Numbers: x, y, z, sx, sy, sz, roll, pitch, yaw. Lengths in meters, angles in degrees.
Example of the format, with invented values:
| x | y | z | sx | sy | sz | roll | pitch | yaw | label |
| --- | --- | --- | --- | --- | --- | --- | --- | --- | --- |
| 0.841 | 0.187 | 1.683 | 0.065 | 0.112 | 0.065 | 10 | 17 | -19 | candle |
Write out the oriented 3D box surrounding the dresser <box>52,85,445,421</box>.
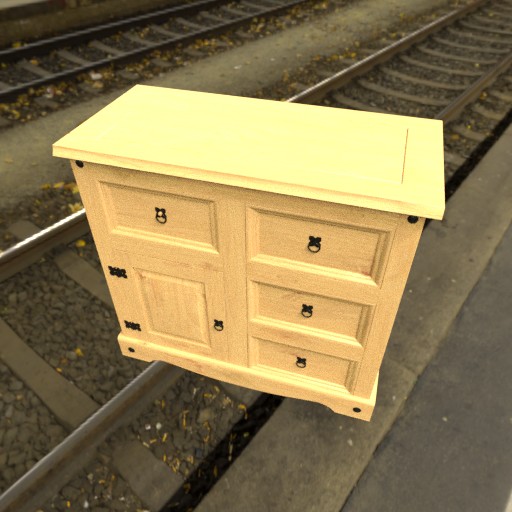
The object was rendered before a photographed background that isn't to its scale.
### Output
| x | y | z | sx | sy | sz | roll | pitch | yaw | label |
| --- | --- | --- | --- | --- | --- | --- | --- | --- | --- |
| 0.000 | 0.000 | 1.409 | 0.915 | 0.835 | 0.440 | 11 | 42 | 13 | dresser |
